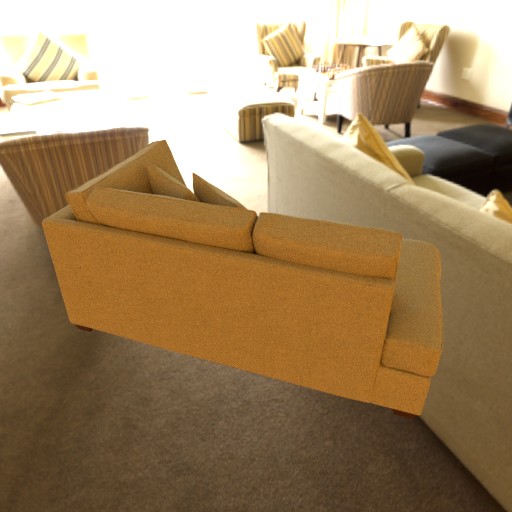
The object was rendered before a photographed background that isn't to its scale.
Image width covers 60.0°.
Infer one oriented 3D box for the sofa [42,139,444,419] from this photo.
[{"bbox_3d":[0.000,0.000,2.802,2.238,1.019,1.110,11,33,17],"label":"sofa"}]
